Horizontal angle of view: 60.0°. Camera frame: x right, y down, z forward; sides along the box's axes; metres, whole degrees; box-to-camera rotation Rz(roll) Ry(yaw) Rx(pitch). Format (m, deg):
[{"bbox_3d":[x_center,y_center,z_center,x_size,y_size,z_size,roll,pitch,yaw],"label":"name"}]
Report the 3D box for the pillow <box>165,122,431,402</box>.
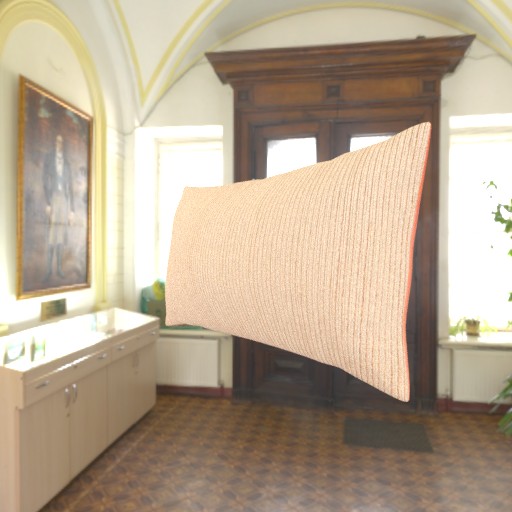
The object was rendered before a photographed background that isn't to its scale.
[{"bbox_3d":[0.000,0.000,0.727,0.155,0.307,0.608,0,1,-36],"label":"pillow"}]
